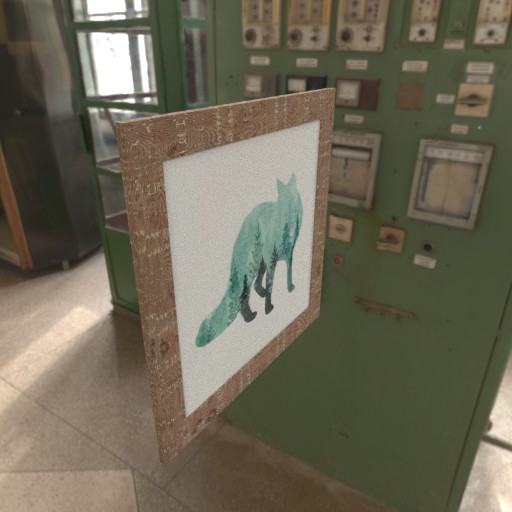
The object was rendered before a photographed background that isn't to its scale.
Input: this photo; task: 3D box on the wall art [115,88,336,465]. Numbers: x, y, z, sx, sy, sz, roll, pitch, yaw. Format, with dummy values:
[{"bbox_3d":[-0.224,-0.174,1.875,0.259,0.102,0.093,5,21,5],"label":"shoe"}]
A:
[{"bbox_3d":[0.000,0.000,0.576,0.012,0.384,0.384,17,30,31],"label":"wall art"}]
